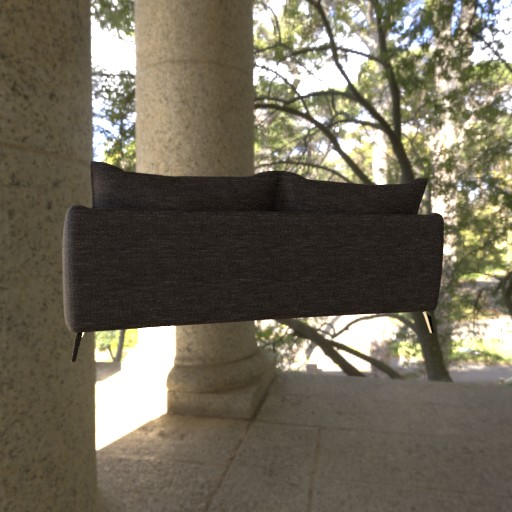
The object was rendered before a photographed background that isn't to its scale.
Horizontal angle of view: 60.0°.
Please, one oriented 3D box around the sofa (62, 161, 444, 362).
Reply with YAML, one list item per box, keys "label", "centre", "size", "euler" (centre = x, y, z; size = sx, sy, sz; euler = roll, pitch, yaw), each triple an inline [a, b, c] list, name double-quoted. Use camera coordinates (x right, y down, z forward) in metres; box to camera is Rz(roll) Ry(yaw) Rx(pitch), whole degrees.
- label: "sofa"
  centre: [0.000, 0.000, 2.465]
  size: [2.019, 0.843, 0.807]
  euler: [-1, 2, -18]
